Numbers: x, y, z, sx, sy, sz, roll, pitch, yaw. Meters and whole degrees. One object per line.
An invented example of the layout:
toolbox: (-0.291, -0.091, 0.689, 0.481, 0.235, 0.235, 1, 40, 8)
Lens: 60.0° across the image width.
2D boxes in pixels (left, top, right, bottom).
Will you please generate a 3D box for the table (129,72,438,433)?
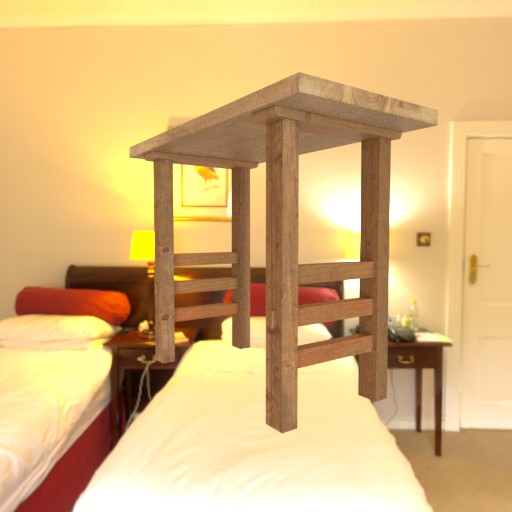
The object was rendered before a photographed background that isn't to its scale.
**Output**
table: (0.000, 0.000, 1.657, 0.556, 0.914, 1.119, -2, 4, -35)
